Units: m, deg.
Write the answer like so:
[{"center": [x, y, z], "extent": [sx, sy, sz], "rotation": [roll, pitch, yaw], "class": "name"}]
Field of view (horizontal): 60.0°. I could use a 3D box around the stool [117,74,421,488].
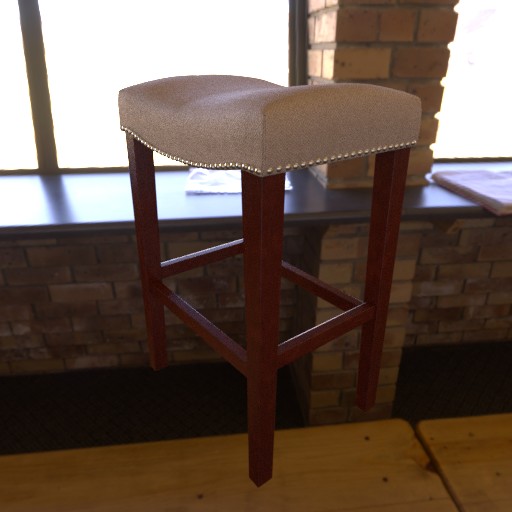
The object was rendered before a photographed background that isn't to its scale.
[{"center": [0.000, 0.000, 0.996], "extent": [0.372, 0.742, 0.504], "rotation": [-18, 31, -34], "class": "stool"}]
